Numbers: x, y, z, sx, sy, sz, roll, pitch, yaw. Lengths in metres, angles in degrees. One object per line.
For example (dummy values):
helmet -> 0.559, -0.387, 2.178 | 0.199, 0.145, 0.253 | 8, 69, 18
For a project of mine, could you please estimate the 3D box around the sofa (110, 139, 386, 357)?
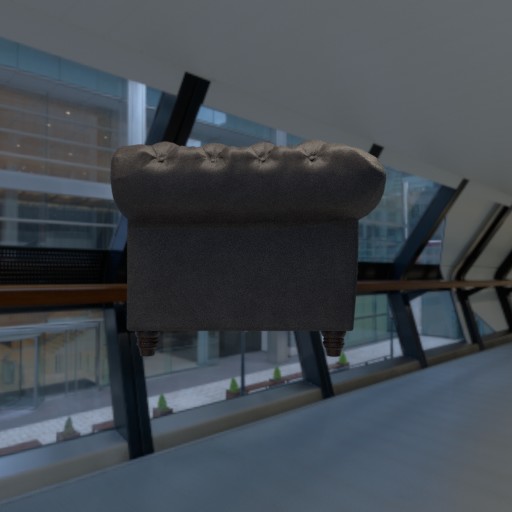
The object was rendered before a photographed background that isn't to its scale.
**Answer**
sofa -> 0.000, 0.000, 2.440 | 0.944, 0.779, 2.048 | 0, -1, 1
